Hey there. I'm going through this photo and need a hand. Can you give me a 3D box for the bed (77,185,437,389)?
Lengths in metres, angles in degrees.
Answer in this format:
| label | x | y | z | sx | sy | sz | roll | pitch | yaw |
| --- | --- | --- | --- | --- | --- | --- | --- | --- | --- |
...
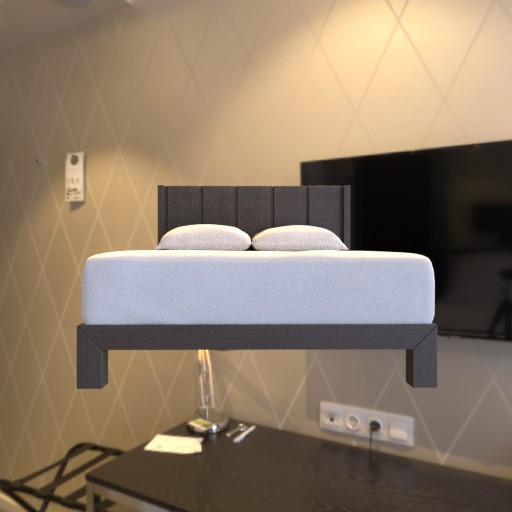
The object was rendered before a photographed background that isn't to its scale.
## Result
| label | x | y | z | sx | sy | sz | roll | pitch | yaw |
| --- | --- | --- | --- | --- | --- | --- | --- | --- | --- |
| bed | 0.000 | 0.000 | 3.112 | 1.735 | 1.261 | 1.992 | 0 | 0 | -1 |
